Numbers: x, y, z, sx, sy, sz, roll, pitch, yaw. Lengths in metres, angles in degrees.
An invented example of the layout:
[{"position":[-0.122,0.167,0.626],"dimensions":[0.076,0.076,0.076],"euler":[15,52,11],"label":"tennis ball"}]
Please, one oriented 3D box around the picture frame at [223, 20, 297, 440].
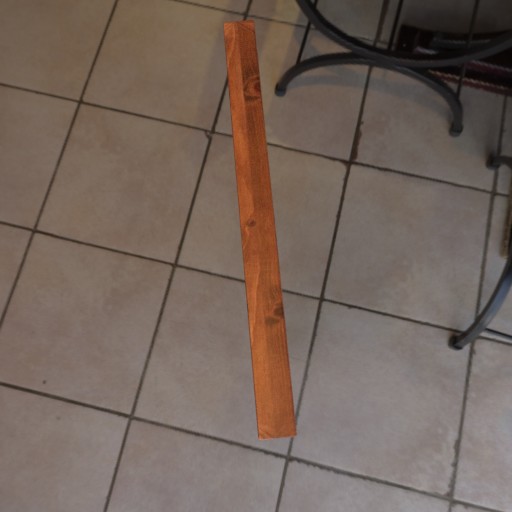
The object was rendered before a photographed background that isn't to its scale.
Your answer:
[{"position":[0.000,0.000,0.531],"dimensions":[0.028,0.356,0.352],"euler":[-5,77,-1],"label":"picture frame"}]
